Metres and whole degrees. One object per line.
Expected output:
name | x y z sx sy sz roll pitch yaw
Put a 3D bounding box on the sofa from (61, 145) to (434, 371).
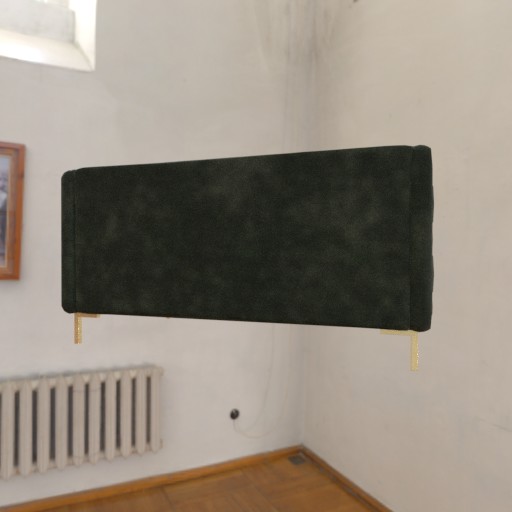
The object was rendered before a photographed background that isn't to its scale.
sofa | 0.000 0.000 2.103 1.537 0.768 0.895 0 0 19
